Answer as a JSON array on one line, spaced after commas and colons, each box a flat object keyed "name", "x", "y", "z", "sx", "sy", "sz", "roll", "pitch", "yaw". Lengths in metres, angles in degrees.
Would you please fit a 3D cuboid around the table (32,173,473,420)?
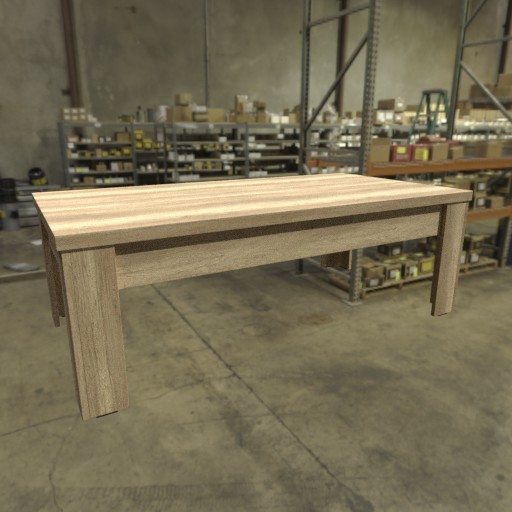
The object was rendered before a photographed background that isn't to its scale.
[{"name": "table", "x": 0.000, "y": 0.000, "z": 1.591, "sx": 1.350, "sy": 0.460, "sz": 0.700, "roll": -9, "pitch": 19, "yaw": -28}]
